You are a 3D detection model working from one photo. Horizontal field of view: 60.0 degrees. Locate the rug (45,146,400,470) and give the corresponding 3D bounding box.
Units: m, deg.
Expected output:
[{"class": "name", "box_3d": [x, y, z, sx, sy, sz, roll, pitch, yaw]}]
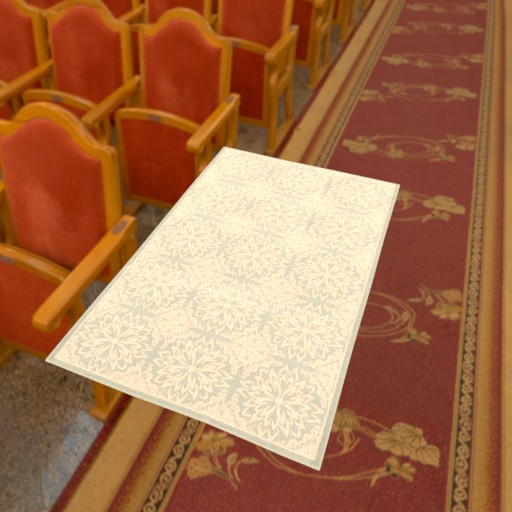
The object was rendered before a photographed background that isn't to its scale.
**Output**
[{"class": "rug", "box_3d": [0.000, 0.000, 2.342, 1.219, 0.012, 1.840, 16, 47, 15]}]
